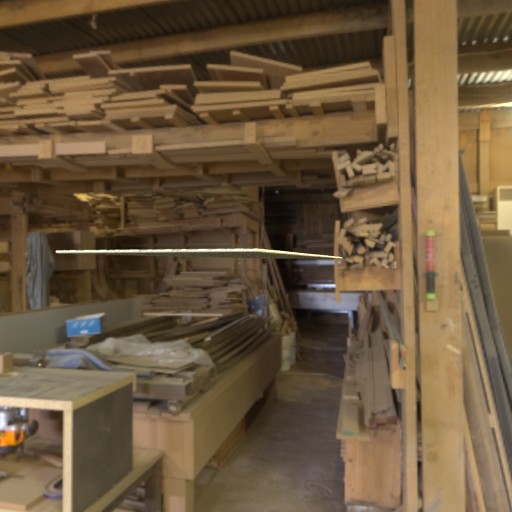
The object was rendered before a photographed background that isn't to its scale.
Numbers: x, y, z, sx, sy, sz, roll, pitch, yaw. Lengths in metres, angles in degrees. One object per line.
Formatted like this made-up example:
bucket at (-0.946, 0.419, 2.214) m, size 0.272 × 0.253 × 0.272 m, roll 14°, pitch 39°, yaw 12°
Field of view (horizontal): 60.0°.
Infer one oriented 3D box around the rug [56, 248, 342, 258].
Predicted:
rug at (0.000, 0.000, 2.629) m, size 0.750 × 0.009 × 2.435 m, roll 0°, pitch -1°, yaw 17°
